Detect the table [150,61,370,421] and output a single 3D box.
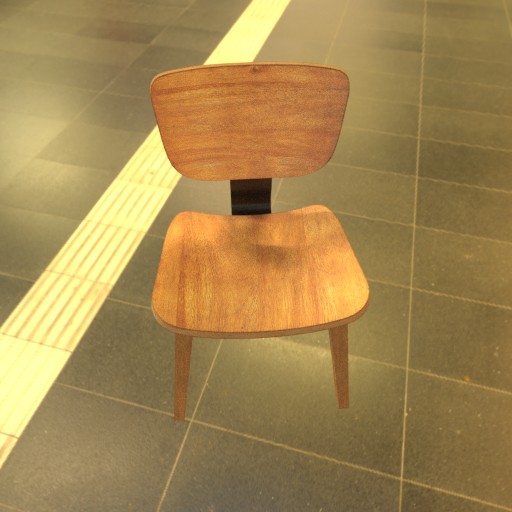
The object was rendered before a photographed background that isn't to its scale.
[{"bbox_3d":[0.000,0.000,1.124,0.499,0.805,0.500,-3,48,-3],"label":"table"}]
